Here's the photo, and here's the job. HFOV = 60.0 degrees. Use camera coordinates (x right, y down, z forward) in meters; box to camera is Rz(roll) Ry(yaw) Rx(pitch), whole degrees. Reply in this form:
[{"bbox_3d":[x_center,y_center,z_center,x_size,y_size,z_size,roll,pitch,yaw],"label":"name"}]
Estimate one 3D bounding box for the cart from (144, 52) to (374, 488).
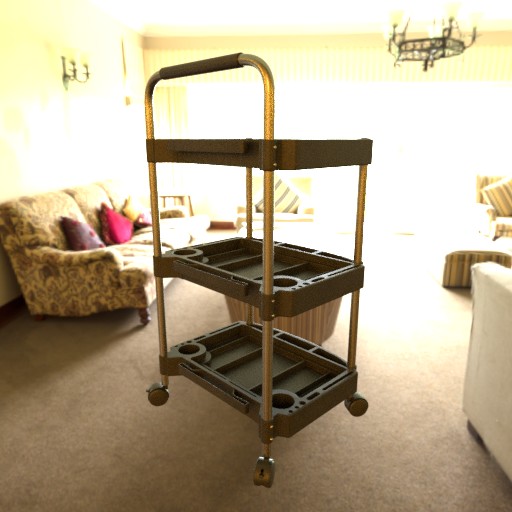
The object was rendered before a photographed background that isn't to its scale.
[{"bbox_3d":[0.000,0.000,1.370,0.518,1.075,0.584,-14,20,-42],"label":"cart"}]
